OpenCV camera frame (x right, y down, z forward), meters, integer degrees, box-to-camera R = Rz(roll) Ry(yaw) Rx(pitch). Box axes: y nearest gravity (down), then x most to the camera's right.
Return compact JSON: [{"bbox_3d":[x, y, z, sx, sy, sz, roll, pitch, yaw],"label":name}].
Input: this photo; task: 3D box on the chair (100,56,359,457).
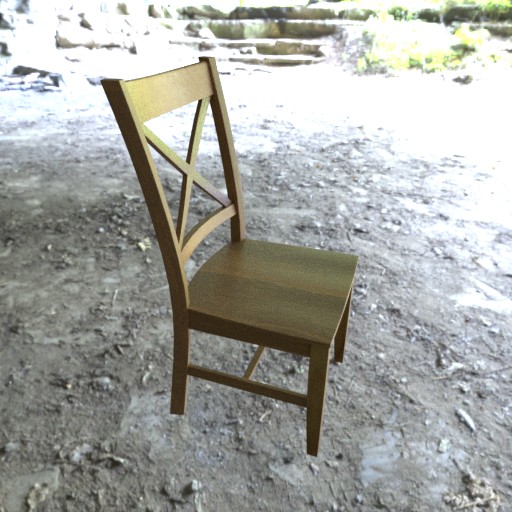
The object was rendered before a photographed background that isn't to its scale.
[{"bbox_3d":[0.000,0.000,1.263,0.542,0.983,0.485,10,31,17],"label":"chair"}]
